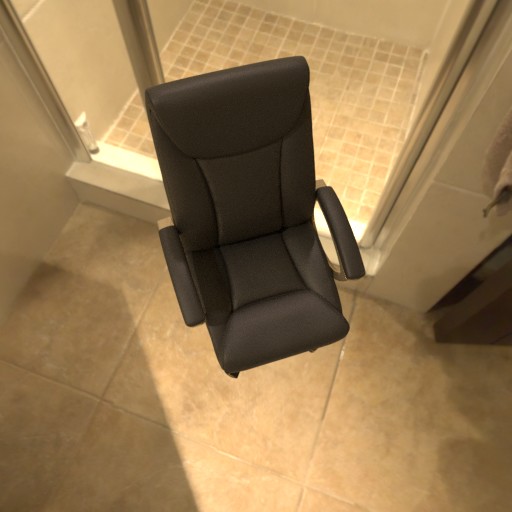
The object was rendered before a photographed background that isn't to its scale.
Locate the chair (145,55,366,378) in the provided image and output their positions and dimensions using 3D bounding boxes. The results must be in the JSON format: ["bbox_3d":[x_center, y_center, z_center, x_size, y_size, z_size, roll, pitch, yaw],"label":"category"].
[{"bbox_3d":[0.000,0.000,1.642,0.694,1.188,0.748,-15,64,-8],"label":"chair"}]
